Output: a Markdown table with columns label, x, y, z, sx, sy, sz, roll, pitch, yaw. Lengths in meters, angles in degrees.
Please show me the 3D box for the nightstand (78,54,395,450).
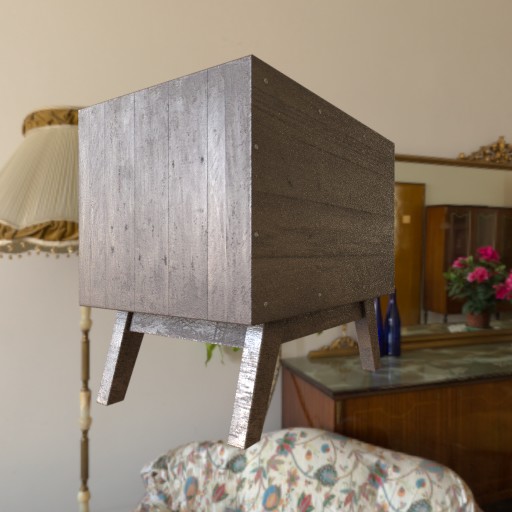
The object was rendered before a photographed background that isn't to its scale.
| label | x | y | z | sx | sy | sz | roll | pitch | yaw |
| --- | --- | --- | --- | --- | --- | --- | --- | --- | --- |
| nightstand | 0.000 | 0.000 | 1.047 | 0.450 | 0.599 | 0.650 | 0 | 0 | 35 |
